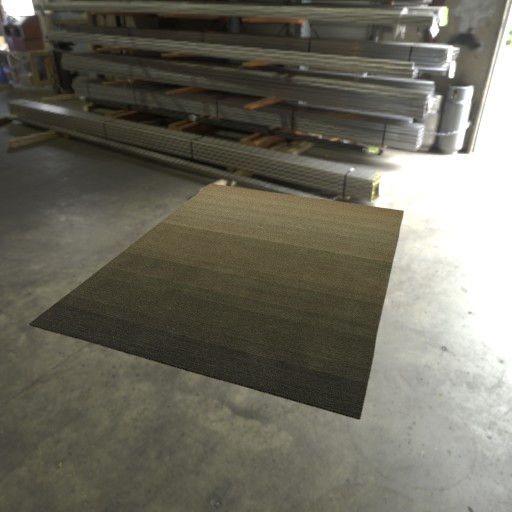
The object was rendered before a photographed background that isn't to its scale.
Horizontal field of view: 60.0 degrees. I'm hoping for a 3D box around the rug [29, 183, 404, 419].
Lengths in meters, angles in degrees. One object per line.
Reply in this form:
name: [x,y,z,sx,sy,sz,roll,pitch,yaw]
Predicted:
rug: [0.000,0.000,3.943,2.315,0.015,2.932,11,32,18]
